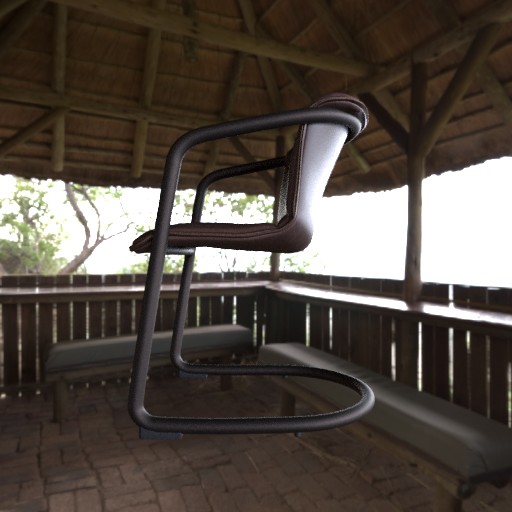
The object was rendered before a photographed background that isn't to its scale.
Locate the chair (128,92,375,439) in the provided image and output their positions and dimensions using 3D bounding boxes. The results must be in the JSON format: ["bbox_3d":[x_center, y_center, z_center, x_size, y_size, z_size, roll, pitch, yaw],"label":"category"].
[{"bbox_3d":[0.000,0.000,1.273,0.664,0.836,0.536,0,0,0],"label":"chair"}]
